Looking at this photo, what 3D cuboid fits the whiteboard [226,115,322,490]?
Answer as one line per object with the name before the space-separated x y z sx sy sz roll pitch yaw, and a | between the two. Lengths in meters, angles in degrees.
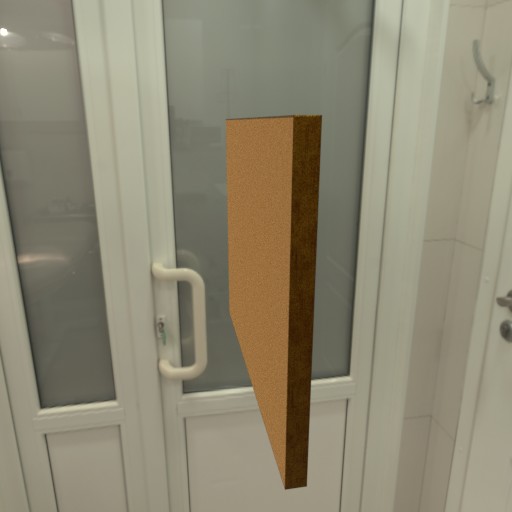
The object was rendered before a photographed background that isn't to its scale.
whiteboard | 0.000 0.000 0.768 0.029 0.457 0.561 -3 17 -10
